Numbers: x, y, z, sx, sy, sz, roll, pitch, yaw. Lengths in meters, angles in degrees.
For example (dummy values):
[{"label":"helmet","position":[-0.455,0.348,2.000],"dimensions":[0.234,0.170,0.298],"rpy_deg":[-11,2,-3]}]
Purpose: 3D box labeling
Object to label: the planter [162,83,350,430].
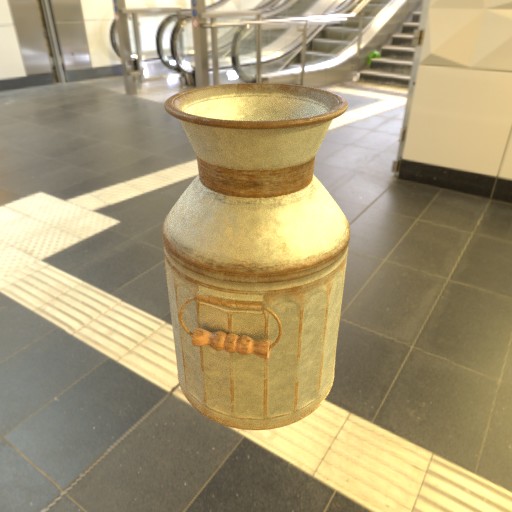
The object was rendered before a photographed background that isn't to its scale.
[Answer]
[{"label":"planter","position":[0.000,0.000,0.525],"dimensions":[0.215,0.358,0.248],"rpy_deg":[8,32,12]}]
